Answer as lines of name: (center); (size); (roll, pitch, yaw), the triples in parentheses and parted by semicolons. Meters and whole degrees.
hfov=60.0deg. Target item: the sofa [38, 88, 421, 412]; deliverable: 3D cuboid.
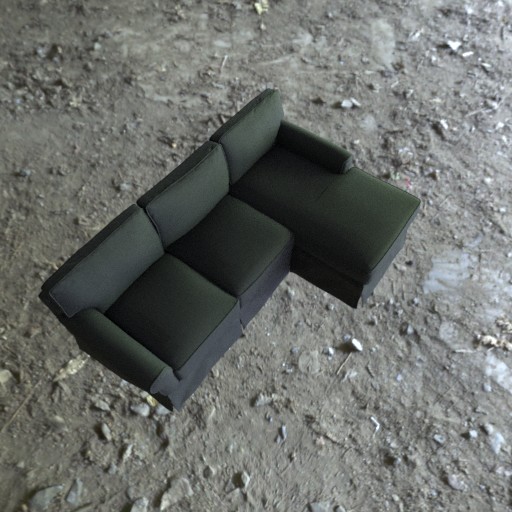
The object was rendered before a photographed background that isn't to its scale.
sofa: (0.000, 0.000, 3.349); (1.637, 1.039, 2.518); (32, 62, 19)
